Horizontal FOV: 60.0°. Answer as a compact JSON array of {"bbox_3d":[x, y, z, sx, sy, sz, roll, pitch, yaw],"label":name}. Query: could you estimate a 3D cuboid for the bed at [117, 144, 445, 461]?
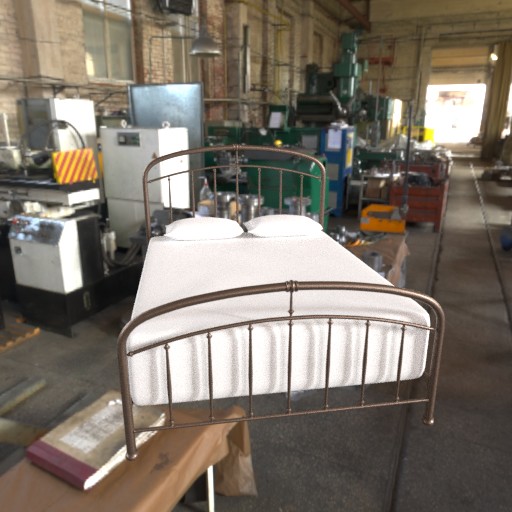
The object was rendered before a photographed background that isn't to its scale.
[{"bbox_3d":[0.000,0.000,3.194,1.711,1.475,2.168,-3,17,-9],"label":"bed"}]
